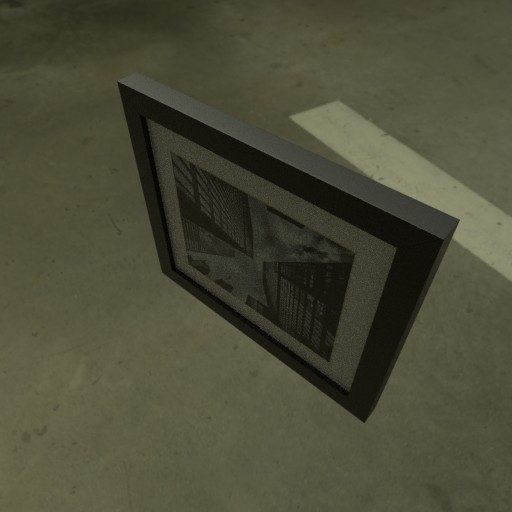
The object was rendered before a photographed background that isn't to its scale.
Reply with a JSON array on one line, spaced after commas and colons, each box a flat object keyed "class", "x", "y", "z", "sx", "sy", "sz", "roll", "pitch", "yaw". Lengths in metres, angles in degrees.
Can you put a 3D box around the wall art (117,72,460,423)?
[{"class": "wall art", "x": 0.000, "y": 0.000, "z": 0.527, "sx": 0.381, "sy": 0.321, "sz": 0.028, "roll": 32, "pitch": 55, "yaw": 27}]
